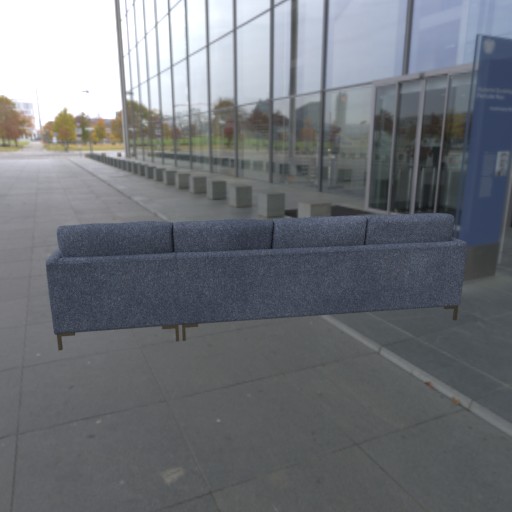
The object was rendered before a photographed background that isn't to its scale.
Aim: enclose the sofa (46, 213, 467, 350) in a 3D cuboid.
[{"bbox_3d":[0.000,0.000,3.637,2.932,0.810,1.350,-3,15,-10],"label":"sofa"}]
